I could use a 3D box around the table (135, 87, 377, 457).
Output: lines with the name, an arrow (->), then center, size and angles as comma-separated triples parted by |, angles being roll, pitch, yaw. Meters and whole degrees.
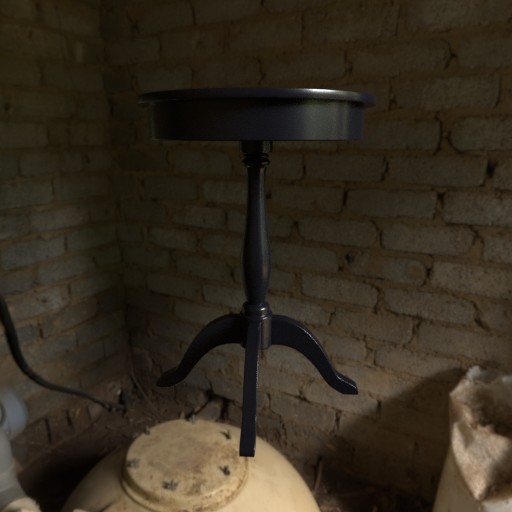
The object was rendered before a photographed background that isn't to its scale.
table -> 0.000, 0.000, 0.992 | 0.481, 0.665, 0.481 | 0, 15, 0
